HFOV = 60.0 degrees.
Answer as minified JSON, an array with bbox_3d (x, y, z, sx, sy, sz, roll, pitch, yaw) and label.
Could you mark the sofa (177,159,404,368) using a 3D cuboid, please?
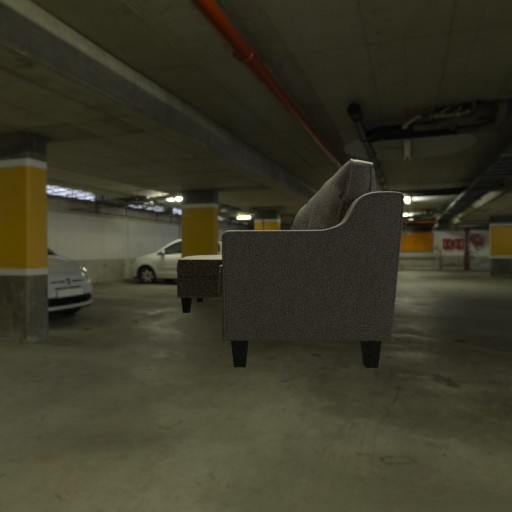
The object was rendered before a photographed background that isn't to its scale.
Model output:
[{"bbox_3d":[0.000,0.000,3.129,1.294,0.928,2.561,0,1,1],"label":"sofa"}]
